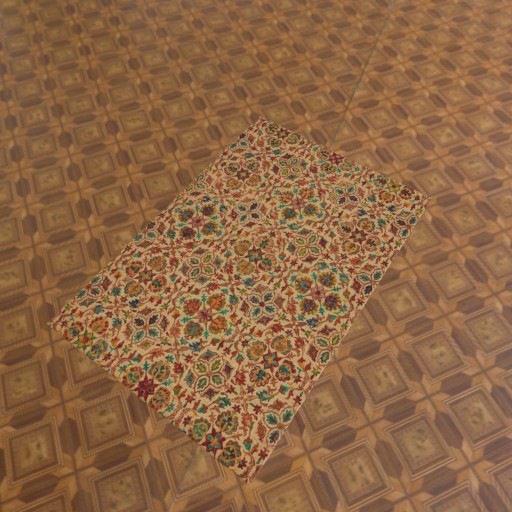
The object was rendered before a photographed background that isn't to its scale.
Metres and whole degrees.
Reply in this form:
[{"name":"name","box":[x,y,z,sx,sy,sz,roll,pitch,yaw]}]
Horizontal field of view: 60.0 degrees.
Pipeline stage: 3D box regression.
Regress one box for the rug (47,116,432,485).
[{"name":"rug","box":[0.000,0.000,2.988,1.541,0.018,2.297,31,63,18]}]
